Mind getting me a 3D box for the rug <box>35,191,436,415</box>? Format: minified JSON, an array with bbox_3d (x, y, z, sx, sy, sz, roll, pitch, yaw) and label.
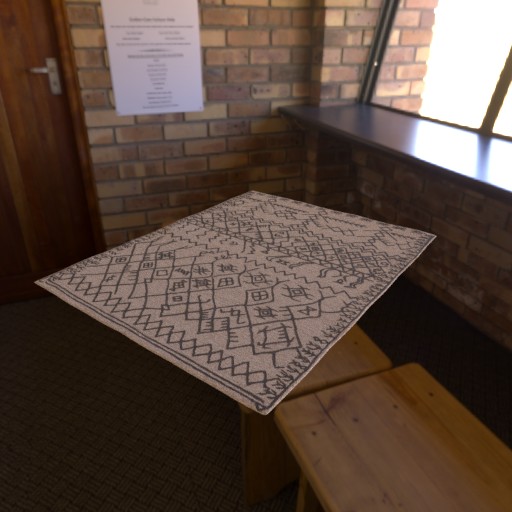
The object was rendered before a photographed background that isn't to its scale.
[{"bbox_3d":[0.000,0.000,3.361,1.964,0.025,2.455,19,32,32],"label":"rug"}]
